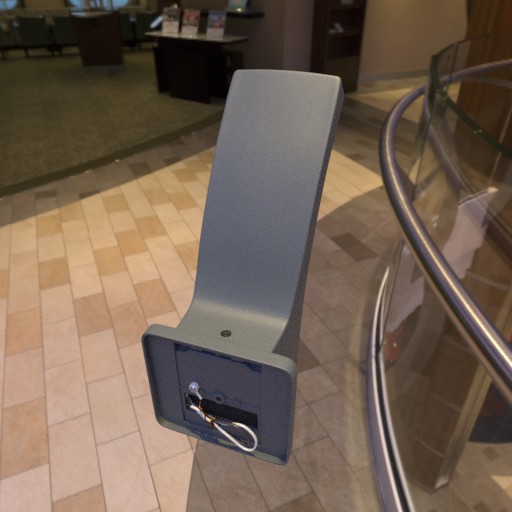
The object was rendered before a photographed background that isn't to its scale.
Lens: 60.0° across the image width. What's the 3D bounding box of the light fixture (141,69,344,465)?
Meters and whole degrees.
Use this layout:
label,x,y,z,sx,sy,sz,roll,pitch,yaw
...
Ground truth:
label,x,y,z,sx,sy,sz,roll,pitch,yaw
light fixture,0.000,0.000,0.337,0.108,0.243,0.174,11,34,17
